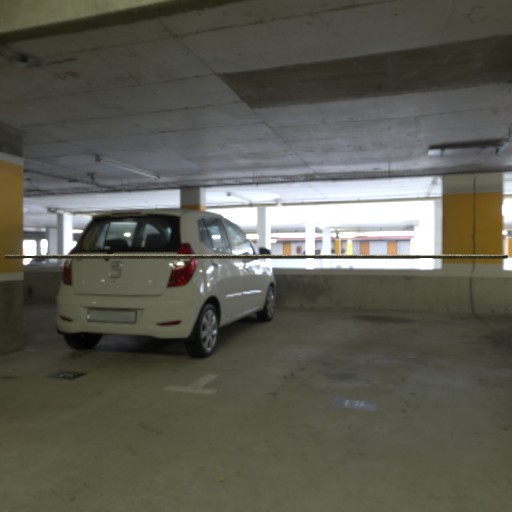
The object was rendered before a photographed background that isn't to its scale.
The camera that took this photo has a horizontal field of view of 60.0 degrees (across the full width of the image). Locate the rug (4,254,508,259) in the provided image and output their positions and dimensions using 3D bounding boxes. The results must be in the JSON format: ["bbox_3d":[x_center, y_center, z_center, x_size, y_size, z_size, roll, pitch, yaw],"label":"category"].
[{"bbox_3d":[0.000,0.000,2.207,1.832,0.016,1.224,0,0,0],"label":"rug"}]
